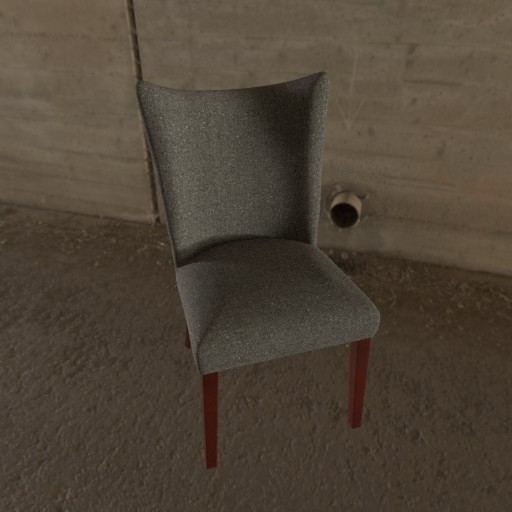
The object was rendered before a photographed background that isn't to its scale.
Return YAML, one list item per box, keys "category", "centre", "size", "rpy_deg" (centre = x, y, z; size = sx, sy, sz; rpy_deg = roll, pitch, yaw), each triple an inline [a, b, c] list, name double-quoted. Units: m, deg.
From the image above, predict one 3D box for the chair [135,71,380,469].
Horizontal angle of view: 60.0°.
- category: "chair"
  centre: [0.000, 0.000, 1.279]
  size: [0.535, 0.924, 0.623]
  rpy_deg: [-9, 33, -14]
